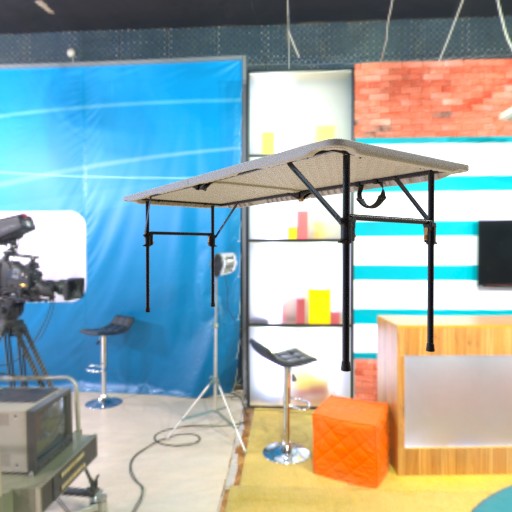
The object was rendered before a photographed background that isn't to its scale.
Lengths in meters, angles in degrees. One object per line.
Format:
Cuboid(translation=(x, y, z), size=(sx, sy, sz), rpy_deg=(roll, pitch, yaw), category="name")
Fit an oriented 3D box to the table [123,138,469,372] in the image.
Cuboid(translation=(0.000, 0.000, 2.242), size=(0.761, 0.719, 1.829), rpy_deg=(-1, 1, -36), category="table")
